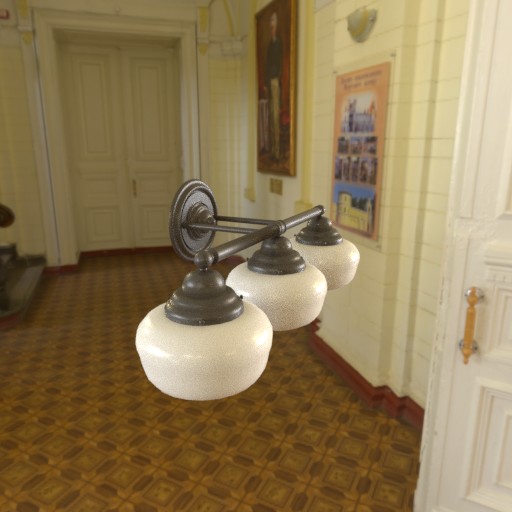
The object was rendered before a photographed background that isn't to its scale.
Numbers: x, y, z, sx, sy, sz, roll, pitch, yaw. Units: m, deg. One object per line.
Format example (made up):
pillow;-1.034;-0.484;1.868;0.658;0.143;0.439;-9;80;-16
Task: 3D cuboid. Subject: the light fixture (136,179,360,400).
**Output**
light fixture;0.000;0.000;0.728;0.239;0.242;0.587;7;16;26
